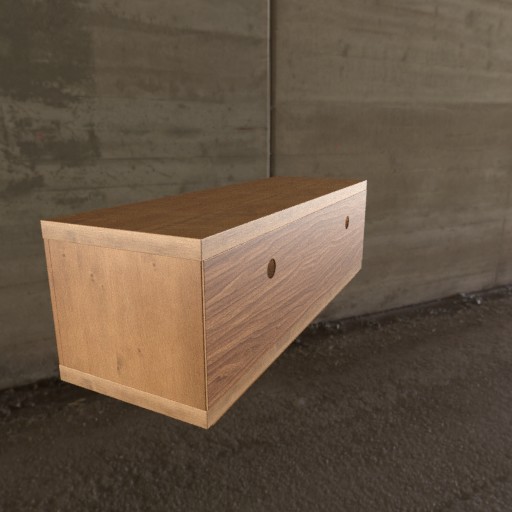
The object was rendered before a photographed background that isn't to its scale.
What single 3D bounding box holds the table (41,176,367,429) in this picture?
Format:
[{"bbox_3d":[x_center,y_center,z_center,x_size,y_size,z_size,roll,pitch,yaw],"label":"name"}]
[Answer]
[{"bbox_3d":[0.000,0.000,1.752,0.499,0.491,1.499,7,17,26],"label":"table"}]
